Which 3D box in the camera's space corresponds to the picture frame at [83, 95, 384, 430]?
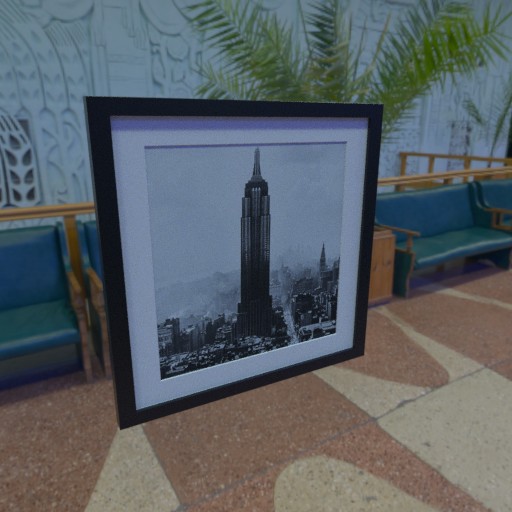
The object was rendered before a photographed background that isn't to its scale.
[{"bbox_3d":[0.000,0.000,0.841,0.559,0.557,0.029,-9,19,-27],"label":"picture frame"}]
